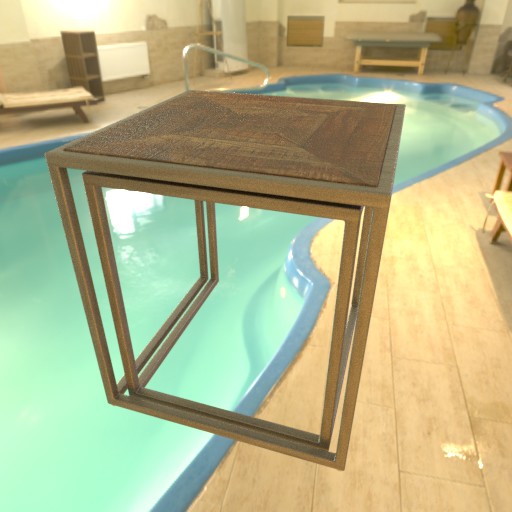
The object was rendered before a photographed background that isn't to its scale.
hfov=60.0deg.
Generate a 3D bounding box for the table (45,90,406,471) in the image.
[{"bbox_3d":[0.000,0.000,0.842,0.450,0.500,0.449,10,33,15],"label":"table"}]
